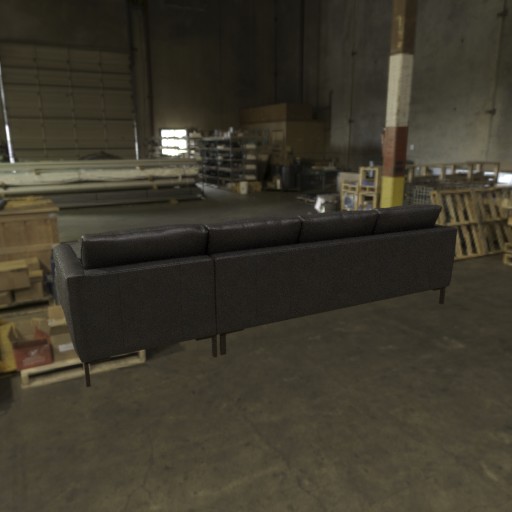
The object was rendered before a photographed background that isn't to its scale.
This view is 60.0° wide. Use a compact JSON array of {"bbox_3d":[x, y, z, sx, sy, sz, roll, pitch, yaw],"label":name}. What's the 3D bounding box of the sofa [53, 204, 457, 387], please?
[{"bbox_3d":[0.000,0.000,3.634,2.993,0.859,1.471,-7,16,-27],"label":"sofa"}]
